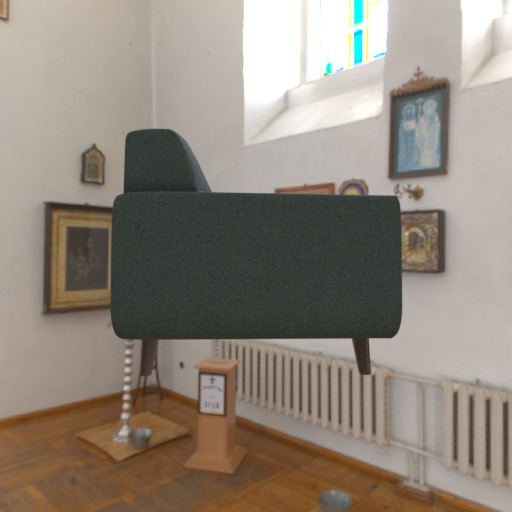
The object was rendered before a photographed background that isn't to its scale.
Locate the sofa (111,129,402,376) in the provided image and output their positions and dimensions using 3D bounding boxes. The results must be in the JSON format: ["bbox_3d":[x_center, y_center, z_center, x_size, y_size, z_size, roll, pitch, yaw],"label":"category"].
[{"bbox_3d":[0.000,0.000,2.145,0.909,0.841,1.631,0,-1,-1],"label":"sofa"}]
